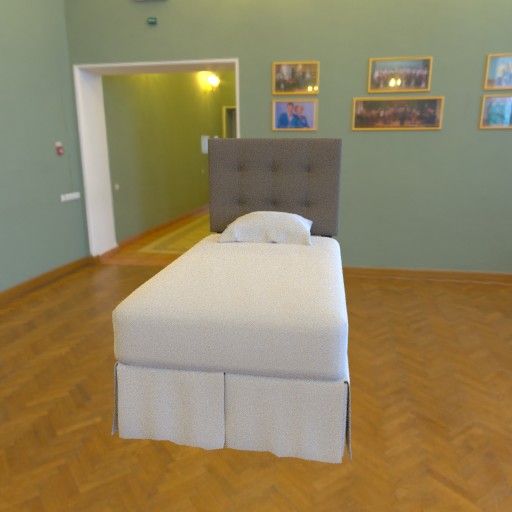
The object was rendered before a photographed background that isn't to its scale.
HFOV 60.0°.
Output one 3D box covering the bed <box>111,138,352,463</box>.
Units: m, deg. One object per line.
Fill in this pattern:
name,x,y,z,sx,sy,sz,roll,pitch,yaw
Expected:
bed,0.000,0.000,2.999,1.261,1.571,1.997,2,14,9
